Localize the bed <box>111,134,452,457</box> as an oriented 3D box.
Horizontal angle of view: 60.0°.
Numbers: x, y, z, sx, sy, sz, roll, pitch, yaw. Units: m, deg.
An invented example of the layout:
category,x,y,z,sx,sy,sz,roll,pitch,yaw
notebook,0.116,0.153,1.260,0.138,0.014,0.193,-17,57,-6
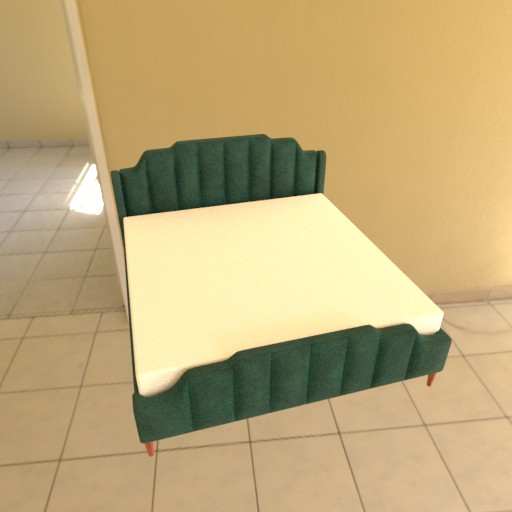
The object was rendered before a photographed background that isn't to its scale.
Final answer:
category,x,y,z,sx,sy,sz,roll,pitch,yaw
bed,0.000,0.000,3.531,2.074,1.245,2.340,-9,33,-14
